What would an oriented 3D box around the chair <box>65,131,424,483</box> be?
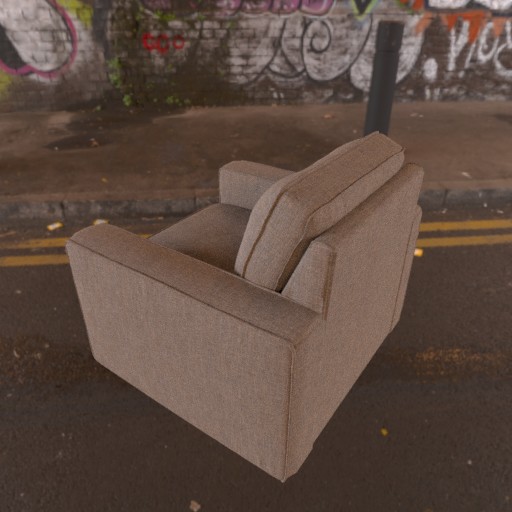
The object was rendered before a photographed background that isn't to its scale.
[{"bbox_3d":[0.000,0.000,1.690,0.940,0.914,1.016,20,37,30],"label":"chair"}]
